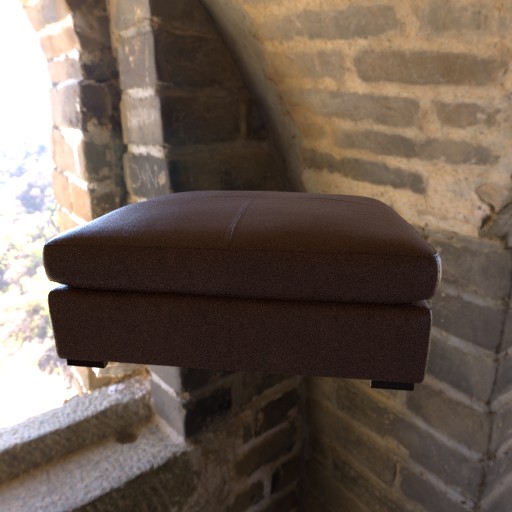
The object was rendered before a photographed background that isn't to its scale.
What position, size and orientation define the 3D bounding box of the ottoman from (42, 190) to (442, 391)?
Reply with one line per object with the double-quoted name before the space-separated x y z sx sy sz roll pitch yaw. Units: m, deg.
"ottoman" 0.000 0.000 1.805 1.168 0.490 1.168 2 15 8
